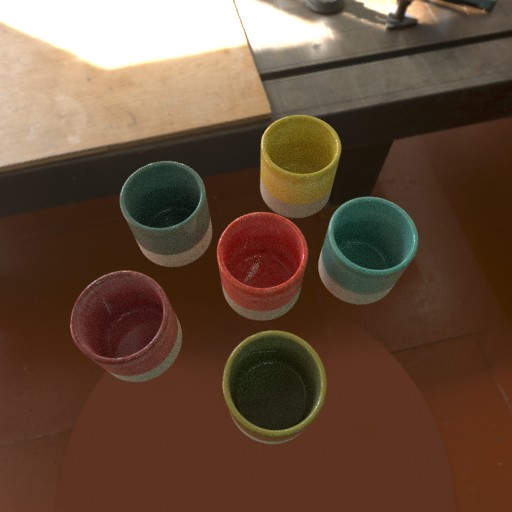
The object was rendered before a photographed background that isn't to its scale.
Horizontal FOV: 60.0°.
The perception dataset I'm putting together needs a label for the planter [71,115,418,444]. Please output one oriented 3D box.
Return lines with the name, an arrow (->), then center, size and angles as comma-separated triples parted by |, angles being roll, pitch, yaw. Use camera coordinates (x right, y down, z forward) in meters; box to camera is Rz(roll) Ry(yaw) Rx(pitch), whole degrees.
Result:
planter -> 0.000, 0.000, 0.403 | 0.257, 0.075, 0.286 | 19, 65, 9
